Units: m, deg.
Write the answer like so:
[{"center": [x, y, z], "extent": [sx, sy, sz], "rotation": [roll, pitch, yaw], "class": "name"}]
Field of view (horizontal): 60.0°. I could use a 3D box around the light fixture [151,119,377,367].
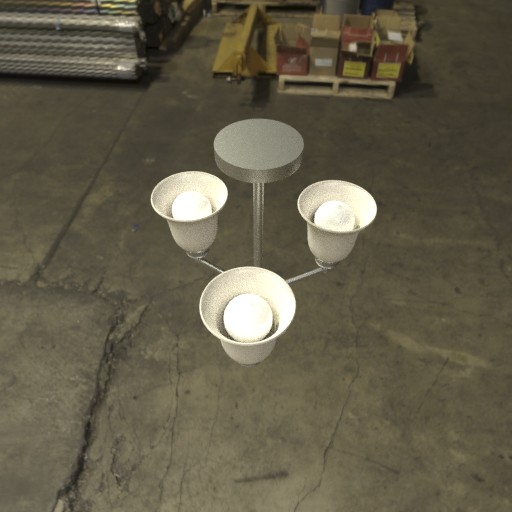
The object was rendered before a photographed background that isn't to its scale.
[{"center": [0.000, 0.000, 0.705], "extent": [0.388, 0.370, 0.354], "rotation": [4, 48, 4], "class": "light fixture"}]
